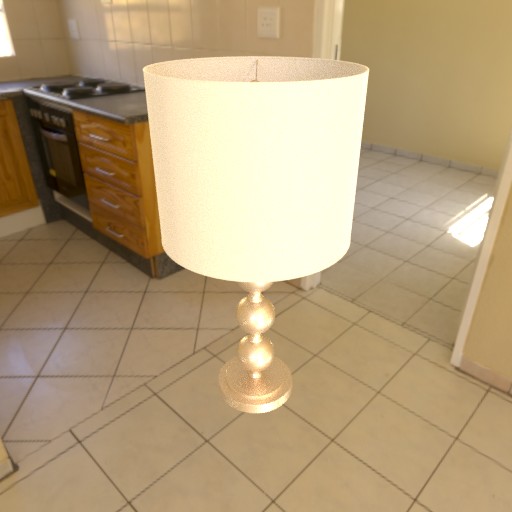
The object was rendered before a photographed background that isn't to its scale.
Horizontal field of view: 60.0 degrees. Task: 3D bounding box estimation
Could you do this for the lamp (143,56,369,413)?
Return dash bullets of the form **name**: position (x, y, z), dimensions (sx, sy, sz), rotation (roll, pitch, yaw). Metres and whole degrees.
- **lamp**: position (0.000, 0.000, 0.680), dimensions (0.277, 0.538, 0.277), rotation (18, 34, 29)
